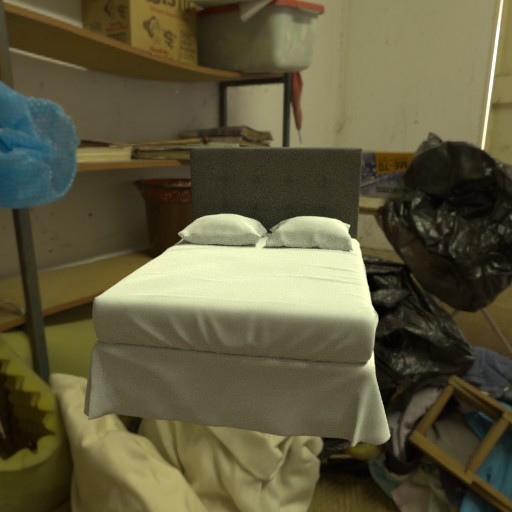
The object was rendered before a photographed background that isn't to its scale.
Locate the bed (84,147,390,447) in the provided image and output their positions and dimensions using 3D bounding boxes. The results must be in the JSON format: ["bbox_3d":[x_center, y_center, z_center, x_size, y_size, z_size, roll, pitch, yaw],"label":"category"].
[{"bbox_3d":[0.000,0.000,3.403,1.936,1.577,2.222,3,15,9],"label":"bed"}]
